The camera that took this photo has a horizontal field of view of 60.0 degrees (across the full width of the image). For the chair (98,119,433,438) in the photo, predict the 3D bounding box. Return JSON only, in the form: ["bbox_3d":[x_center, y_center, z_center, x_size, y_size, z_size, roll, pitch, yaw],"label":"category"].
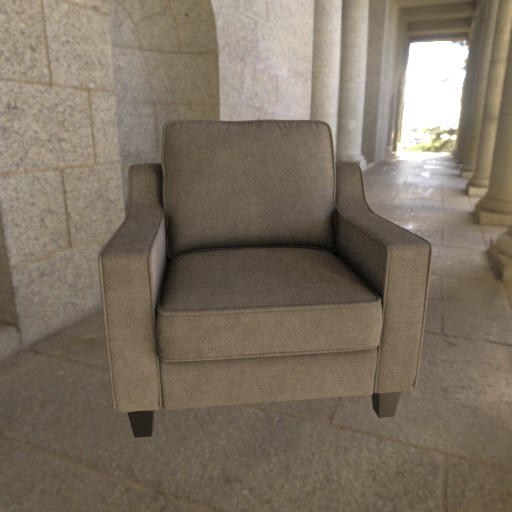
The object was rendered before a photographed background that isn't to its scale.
[{"bbox_3d":[0.000,0.000,1.591,0.926,0.944,0.840,-2,16,-7],"label":"chair"}]
